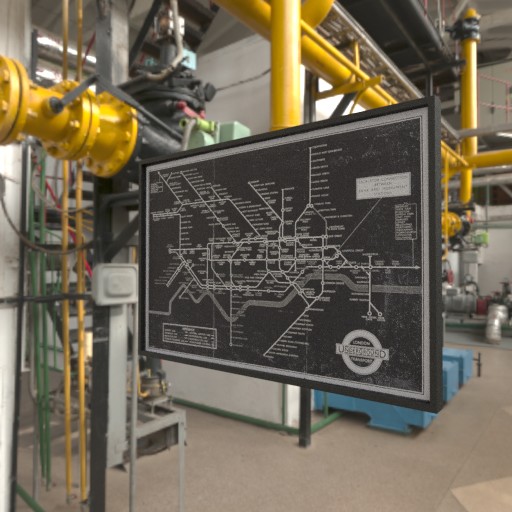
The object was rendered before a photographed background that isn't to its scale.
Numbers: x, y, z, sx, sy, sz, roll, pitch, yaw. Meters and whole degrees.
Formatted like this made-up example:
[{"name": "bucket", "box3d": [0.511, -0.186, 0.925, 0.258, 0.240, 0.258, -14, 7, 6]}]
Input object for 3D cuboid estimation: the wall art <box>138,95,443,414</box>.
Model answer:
[{"name": "wall art", "box3d": [0.000, 0.000, 0.561, 0.443, 0.301, 0.021, -1, -1, 37]}]
